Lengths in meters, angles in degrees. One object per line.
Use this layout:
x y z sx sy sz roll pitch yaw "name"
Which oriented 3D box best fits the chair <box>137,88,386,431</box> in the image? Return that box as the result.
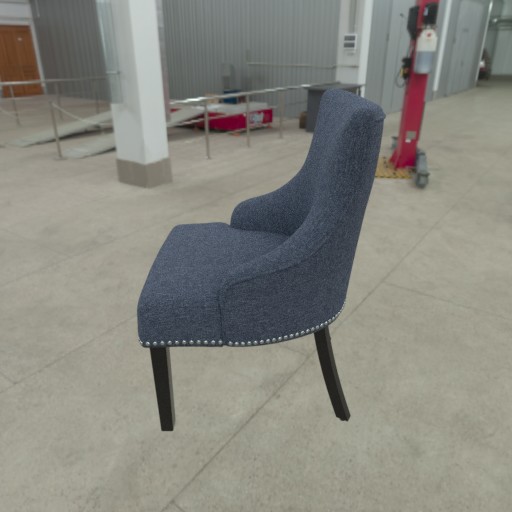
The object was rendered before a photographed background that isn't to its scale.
0.000 0.000 1.329 0.629 0.909 0.566 0 25 0 "chair"
